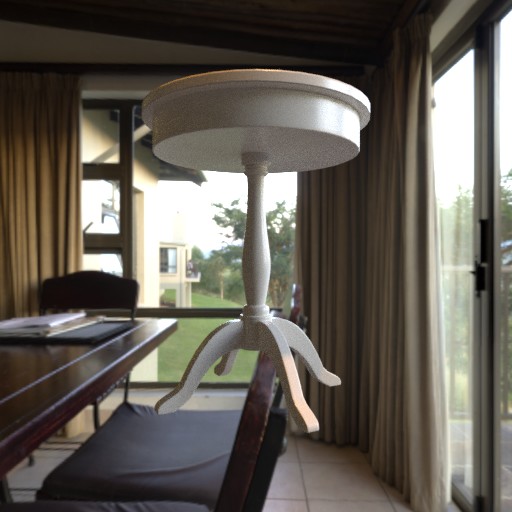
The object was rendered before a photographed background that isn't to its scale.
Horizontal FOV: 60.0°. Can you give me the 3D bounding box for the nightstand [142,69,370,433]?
[{"bbox_3d":[0.000,0.000,1.028,0.513,0.653,0.513,0,0,-18],"label":"nightstand"}]
